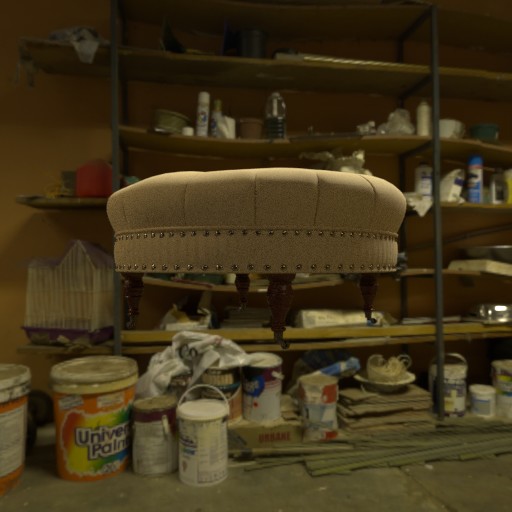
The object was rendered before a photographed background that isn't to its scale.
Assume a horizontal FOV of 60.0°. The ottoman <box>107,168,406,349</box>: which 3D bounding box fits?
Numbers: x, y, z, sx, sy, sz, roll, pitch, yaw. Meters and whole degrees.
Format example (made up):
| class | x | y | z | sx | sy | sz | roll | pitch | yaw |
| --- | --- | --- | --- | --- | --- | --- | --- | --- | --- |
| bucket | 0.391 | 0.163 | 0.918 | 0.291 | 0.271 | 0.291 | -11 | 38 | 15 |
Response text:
| class | x | y | z | sx | sy | sz | roll | pitch | yaw |
| --- | --- | --- | --- | --- | --- | --- | --- | --- | --- |
| ottoman | 0.000 | 0.000 | 1.400 | 0.901 | 0.439 | 0.901 | 0 | -1 | 0 |
